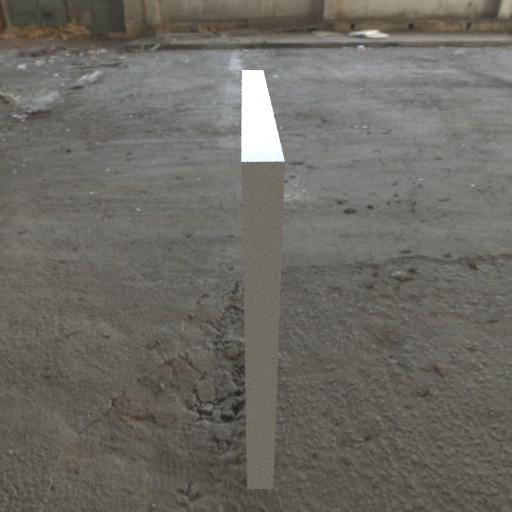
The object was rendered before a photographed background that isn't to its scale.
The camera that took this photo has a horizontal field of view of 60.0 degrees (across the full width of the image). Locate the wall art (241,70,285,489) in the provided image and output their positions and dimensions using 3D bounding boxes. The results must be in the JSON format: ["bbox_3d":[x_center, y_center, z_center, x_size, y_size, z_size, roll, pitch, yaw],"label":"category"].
[{"bbox_3d":[0.000,0.000,0.523,0.027,0.355,0.355,-1,31,-1],"label":"wall art"}]
